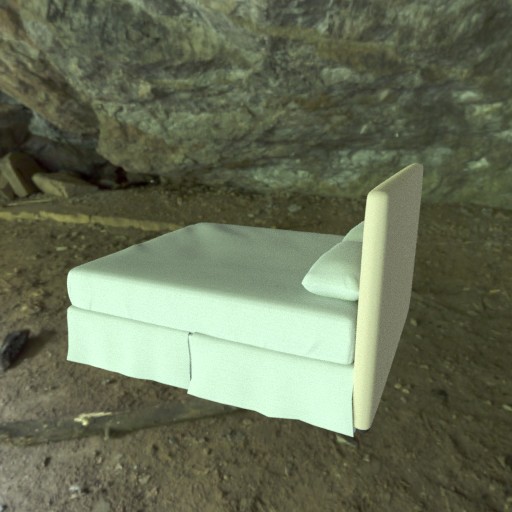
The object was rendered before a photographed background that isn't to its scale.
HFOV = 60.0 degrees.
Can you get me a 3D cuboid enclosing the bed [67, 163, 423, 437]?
[{"bbox_3d":[0.000,0.000,3.337,2.142,1.330,1.884,7,18,24],"label":"bed"}]
